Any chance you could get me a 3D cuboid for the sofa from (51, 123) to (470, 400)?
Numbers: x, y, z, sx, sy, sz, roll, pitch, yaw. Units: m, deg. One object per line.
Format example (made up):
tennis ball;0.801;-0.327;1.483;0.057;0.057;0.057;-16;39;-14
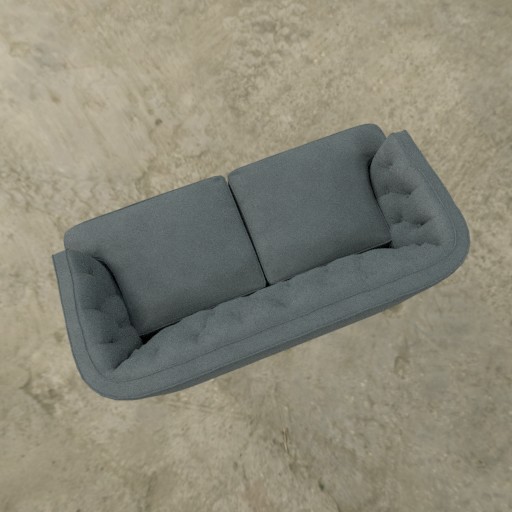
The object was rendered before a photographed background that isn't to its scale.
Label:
sofa;0.000;0.000;2.194;1.733;0.855;0.941;-20;76;-5
